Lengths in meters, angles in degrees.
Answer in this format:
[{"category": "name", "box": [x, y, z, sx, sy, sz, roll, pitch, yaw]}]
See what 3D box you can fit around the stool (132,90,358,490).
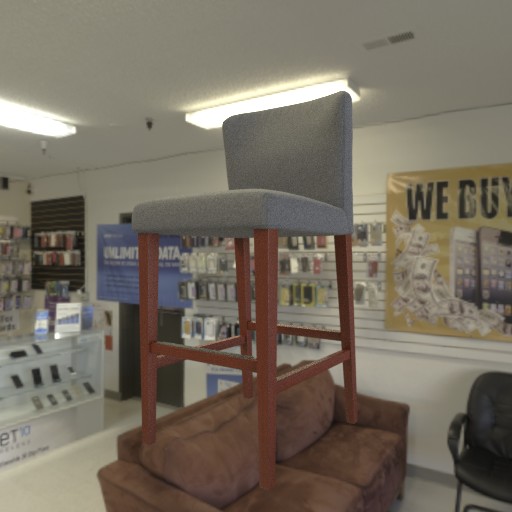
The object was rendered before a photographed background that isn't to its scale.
[{"category": "stool", "box": [0.000, 0.000, 1.345, 0.481, 1.069, 0.568, 0, 0, 35]}]
